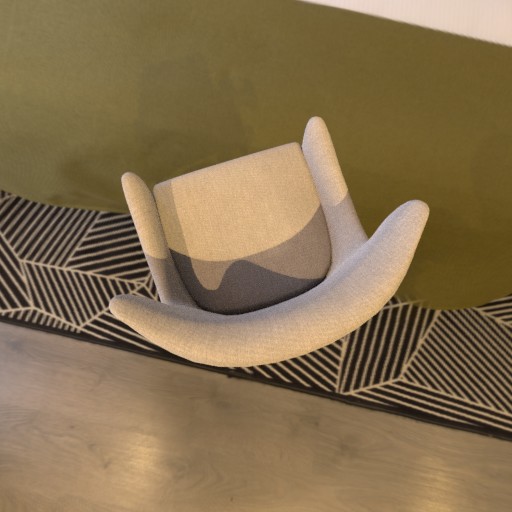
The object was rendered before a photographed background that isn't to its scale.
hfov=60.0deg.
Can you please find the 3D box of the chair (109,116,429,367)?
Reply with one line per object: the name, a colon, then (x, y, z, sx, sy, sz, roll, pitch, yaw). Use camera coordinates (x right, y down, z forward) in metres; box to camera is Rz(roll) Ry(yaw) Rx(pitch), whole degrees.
chair: (0.000, 0.000, 1.432, 0.732, 0.948, 0.677, -18, 77, -4)
